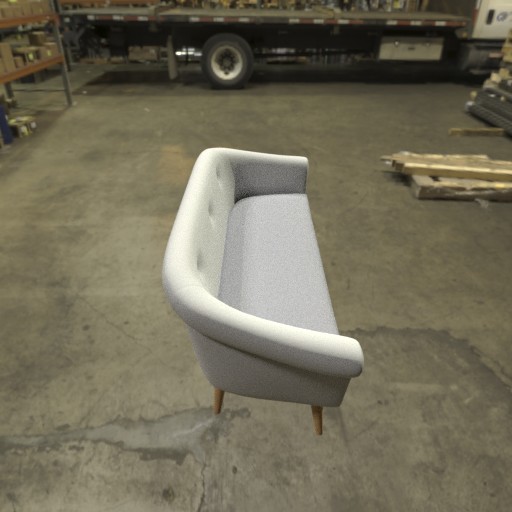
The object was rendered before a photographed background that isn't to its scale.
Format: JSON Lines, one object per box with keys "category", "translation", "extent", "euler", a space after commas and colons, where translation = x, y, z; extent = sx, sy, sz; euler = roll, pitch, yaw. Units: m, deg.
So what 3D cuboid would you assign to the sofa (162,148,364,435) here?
{"category": "sofa", "translation": [0.000, 0.000, 2.586], "extent": [0.827, 0.795, 2.160], "euler": [0, 32, 0]}
